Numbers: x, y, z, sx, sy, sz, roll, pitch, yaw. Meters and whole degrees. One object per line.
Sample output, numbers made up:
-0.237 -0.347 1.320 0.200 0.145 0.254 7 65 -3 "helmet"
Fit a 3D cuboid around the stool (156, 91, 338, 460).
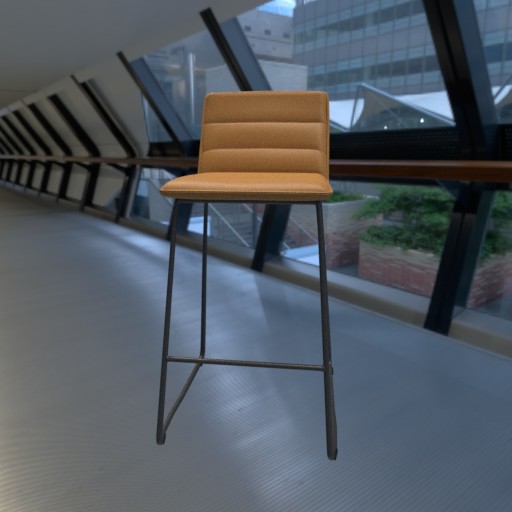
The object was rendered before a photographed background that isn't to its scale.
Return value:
0.000 0.000 1.259 0.489 0.936 0.524 2 14 7 "stool"
